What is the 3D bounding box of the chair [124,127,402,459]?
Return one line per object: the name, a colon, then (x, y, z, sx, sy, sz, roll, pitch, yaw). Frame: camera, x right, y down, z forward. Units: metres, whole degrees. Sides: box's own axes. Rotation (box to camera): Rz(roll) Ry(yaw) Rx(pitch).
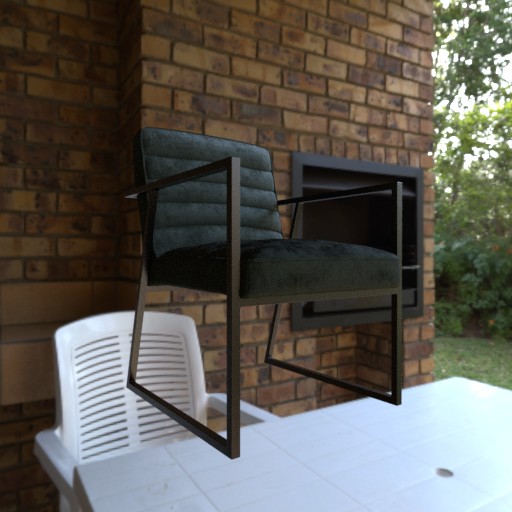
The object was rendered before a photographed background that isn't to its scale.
chair: (0.000, 0.000, 1.321, 0.571, 0.833, 0.677, 0, 0, -36)
